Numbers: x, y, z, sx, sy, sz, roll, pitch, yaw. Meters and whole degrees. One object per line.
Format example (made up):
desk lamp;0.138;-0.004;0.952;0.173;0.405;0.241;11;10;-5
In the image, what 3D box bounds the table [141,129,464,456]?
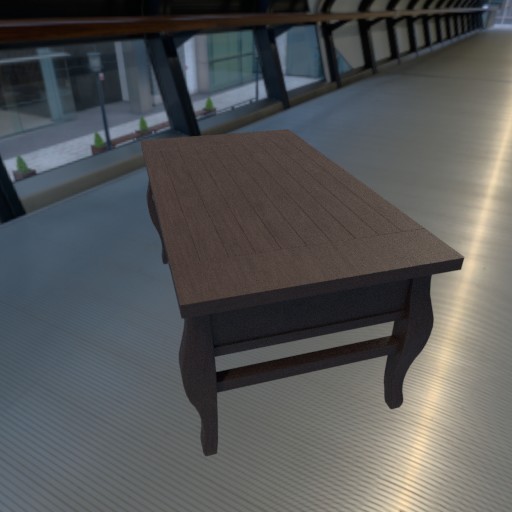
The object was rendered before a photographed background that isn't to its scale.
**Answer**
table;0.000;0.000;1.403;0.600;0.494;1.062;-8;31;-14
